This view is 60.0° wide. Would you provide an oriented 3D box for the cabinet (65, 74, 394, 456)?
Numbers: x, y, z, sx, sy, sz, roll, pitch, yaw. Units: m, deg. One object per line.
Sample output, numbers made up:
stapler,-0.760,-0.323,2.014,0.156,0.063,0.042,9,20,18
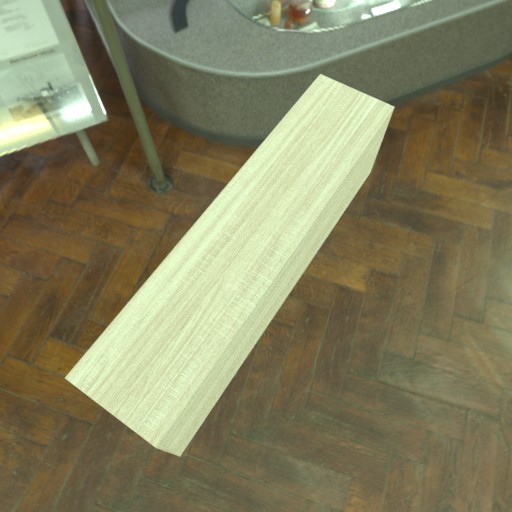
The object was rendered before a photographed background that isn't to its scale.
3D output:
cabinet,0.000,0.000,2.586,0.500,0.780,2.200,30,67,15
